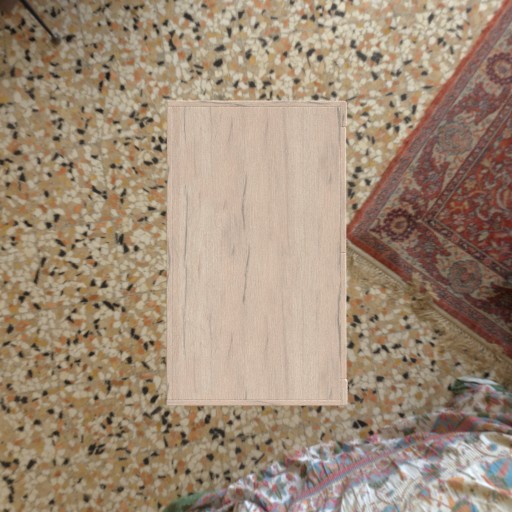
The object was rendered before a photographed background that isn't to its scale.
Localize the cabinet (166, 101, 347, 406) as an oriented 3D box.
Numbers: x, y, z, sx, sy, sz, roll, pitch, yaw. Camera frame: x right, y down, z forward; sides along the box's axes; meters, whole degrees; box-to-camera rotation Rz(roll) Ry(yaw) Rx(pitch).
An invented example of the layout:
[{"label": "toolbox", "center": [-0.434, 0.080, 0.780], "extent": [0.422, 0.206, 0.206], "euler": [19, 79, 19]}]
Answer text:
[{"label": "cabinet", "center": [0.000, 0.000, 2.388], "extent": [0.580, 1.930, 0.980], "euler": [0, 89, 0]}]
